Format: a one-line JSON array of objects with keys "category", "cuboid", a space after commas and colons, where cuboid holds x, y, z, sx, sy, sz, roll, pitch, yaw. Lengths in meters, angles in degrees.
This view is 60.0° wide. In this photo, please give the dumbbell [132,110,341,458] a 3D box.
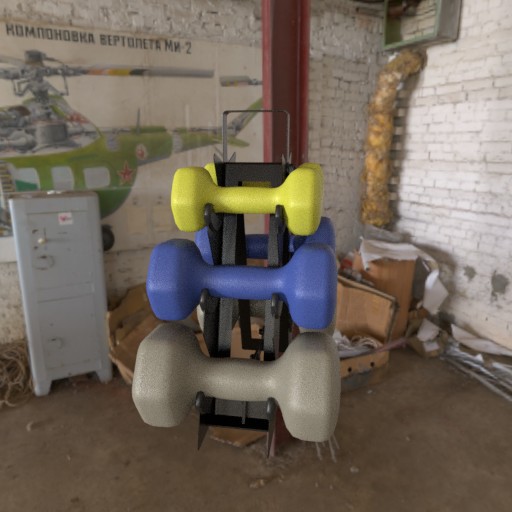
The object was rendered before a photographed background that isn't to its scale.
[{"category": "dumbbell", "cuboid": [0.000, 0.000, 0.682, 0.261, 0.426, 0.416, 2, 15, 9]}]
